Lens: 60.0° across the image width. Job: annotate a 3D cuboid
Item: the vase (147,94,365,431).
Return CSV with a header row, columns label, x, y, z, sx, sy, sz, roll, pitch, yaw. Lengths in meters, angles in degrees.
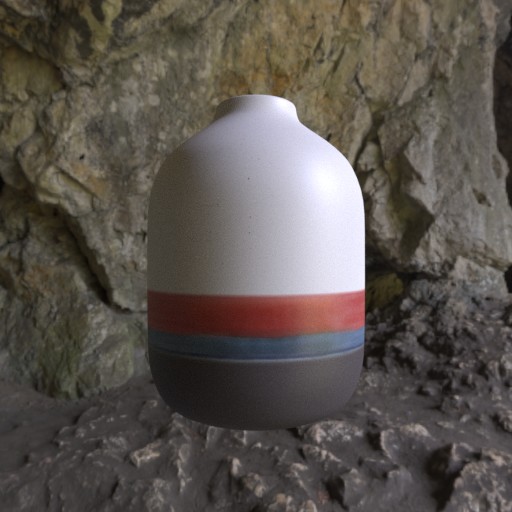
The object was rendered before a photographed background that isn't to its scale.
label,x,y,z,sx,sy,sz,roll,pitch,yaw
vase,0.000,0.000,0.355,0.169,0.237,0.169,0,0,0
